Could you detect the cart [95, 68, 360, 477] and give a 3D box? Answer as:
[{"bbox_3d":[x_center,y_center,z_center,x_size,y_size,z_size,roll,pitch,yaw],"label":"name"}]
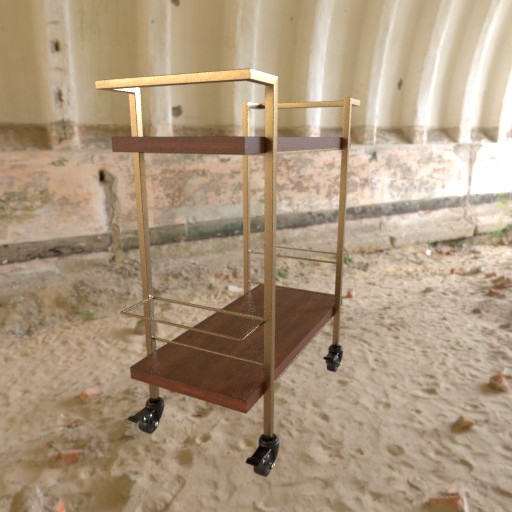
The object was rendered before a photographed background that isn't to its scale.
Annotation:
[{"bbox_3d":[0.000,0.000,1.160,0.364,0.807,0.695,7,17,26],"label":"cart"}]
